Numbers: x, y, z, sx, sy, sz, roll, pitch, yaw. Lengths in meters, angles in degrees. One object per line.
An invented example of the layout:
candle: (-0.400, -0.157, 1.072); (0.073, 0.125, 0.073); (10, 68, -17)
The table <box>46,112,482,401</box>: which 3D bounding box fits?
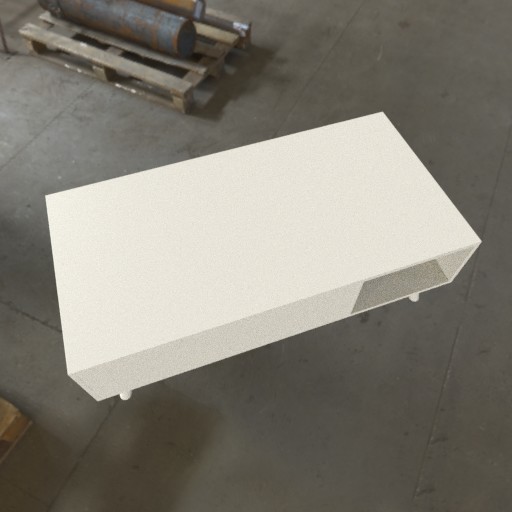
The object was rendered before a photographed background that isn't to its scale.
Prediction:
table: (0.000, 0.000, 1.531); (1.194, 0.432, 0.609); (-17, 59, -10)
